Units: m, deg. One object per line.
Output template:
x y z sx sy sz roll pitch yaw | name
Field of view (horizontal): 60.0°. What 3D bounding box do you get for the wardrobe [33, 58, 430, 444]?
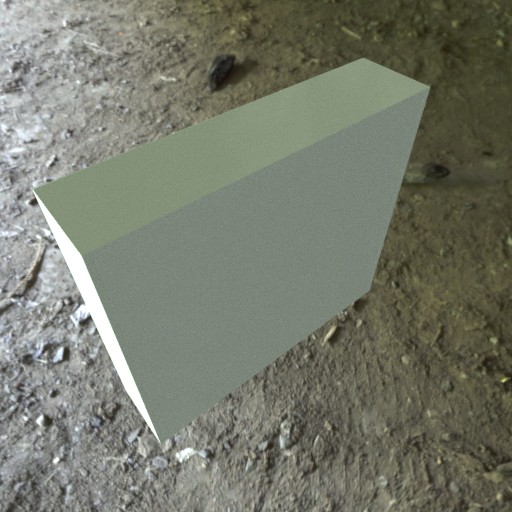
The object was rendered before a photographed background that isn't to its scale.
0.000 0.000 1.859 1.340 1.200 0.360 -31 54 -25 | wardrobe
